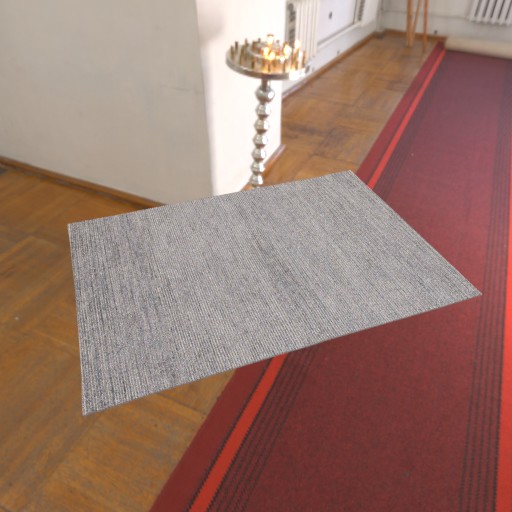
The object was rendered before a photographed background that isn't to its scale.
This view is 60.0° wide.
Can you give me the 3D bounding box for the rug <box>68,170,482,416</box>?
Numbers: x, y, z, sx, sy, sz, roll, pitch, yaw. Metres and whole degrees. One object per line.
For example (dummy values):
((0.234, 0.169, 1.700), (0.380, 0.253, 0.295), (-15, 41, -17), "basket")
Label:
((0.000, 0.000, 2.915), (2.307, 0.030, 1.604), (-13, 42, -15), "rug")
